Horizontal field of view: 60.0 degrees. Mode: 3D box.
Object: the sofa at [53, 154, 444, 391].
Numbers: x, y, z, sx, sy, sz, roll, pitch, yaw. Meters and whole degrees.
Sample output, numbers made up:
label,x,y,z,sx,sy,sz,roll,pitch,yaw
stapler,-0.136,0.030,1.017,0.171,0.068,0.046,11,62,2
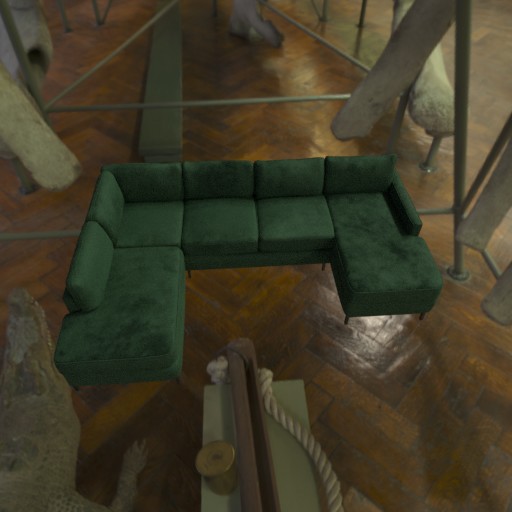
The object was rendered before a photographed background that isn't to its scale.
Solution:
label,x,y,z,sx,sy,sz,roll,pitch,yaw
sofa,0.000,0.000,3.839,2.994,0.861,1.992,-3,46,-3
